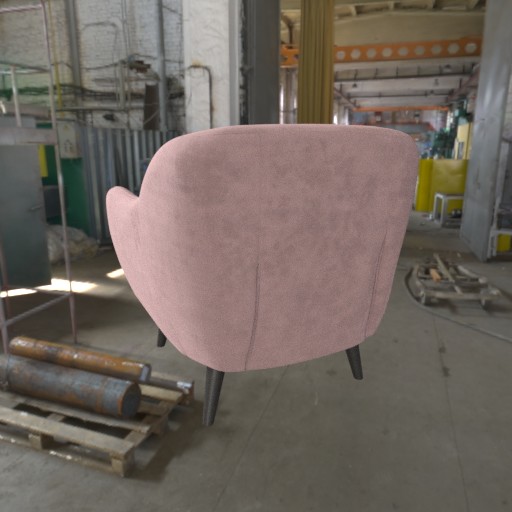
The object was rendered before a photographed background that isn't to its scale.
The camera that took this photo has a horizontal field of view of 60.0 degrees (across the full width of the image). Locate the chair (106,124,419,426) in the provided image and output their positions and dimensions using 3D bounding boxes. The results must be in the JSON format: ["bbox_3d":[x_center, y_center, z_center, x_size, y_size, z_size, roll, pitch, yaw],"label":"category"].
[{"bbox_3d":[0.000,0.000,1.485,0.840,0.820,0.820,-7,16,-27],"label":"chair"}]
